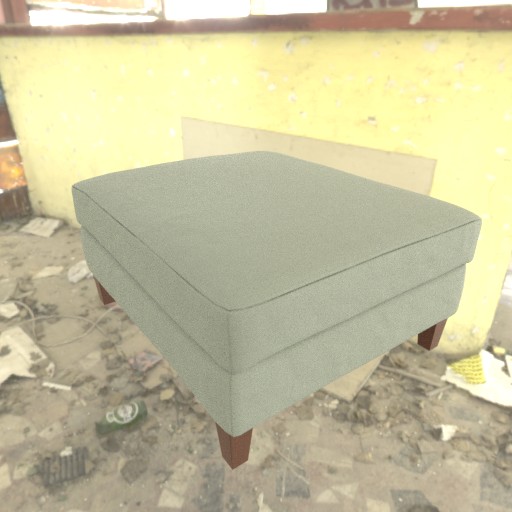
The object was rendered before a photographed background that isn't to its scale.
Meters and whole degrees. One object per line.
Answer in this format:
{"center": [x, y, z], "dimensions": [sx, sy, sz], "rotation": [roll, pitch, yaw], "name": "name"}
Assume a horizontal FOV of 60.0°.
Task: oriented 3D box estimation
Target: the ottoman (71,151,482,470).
{"center": [0.000, 0.000, 1.410], "dimensions": [0.842, 0.494, 0.991], "rotation": [-17, 31, -32], "name": "ottoman"}
